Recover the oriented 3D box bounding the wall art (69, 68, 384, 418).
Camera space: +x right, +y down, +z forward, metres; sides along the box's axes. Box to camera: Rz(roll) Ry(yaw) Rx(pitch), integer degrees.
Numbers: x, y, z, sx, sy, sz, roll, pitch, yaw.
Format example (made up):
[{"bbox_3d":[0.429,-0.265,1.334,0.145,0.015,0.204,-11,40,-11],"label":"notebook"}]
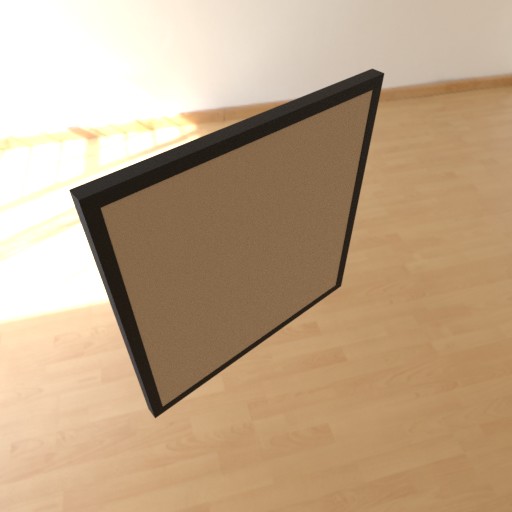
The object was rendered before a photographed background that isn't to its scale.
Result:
[{"bbox_3d":[0.000,0.000,0.462,0.306,0.304,0.015,-31,52,-27],"label":"wall art"}]
